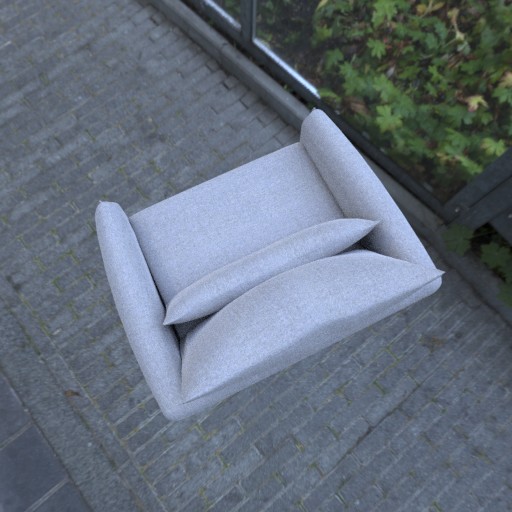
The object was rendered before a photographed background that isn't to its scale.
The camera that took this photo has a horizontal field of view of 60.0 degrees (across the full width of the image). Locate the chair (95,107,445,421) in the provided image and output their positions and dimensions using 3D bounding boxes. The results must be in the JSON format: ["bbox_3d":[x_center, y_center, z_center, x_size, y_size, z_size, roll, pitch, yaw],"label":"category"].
[{"bbox_3d":[0.000,0.000,1.628,1.029,0.856,0.801,-25,76,-7],"label":"chair"}]
